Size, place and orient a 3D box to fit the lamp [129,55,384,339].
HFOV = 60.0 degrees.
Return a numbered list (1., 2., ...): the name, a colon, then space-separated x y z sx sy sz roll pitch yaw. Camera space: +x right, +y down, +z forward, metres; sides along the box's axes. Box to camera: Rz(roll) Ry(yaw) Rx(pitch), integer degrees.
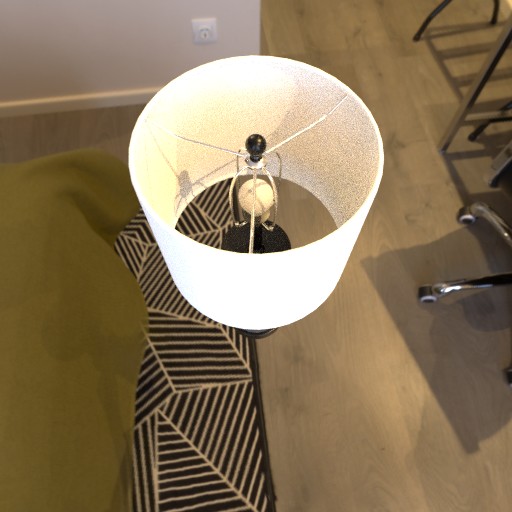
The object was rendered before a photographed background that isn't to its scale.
1. lamp: 0.000 0.000 0.806 0.305 0.634 0.305 -35 69 -16
